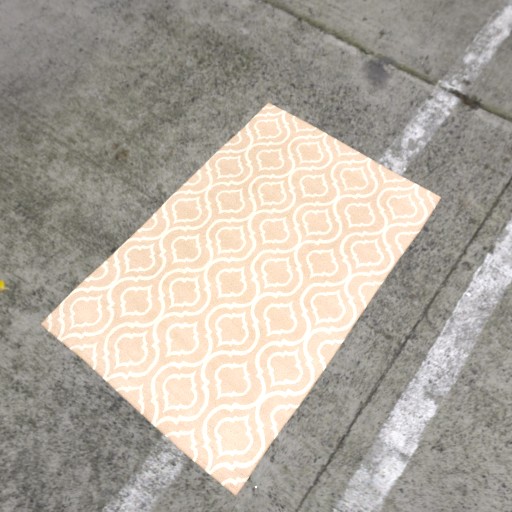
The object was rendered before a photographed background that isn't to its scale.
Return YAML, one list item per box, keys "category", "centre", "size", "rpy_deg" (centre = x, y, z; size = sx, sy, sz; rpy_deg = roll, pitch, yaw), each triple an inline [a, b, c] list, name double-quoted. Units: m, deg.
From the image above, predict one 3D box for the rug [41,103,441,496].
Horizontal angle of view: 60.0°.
- category: "rug"
  centre: [0.000, 0.000, 2.179]
  size: [1.152, 0.013, 1.761]
  rpy_deg: [34, 67, 16]
